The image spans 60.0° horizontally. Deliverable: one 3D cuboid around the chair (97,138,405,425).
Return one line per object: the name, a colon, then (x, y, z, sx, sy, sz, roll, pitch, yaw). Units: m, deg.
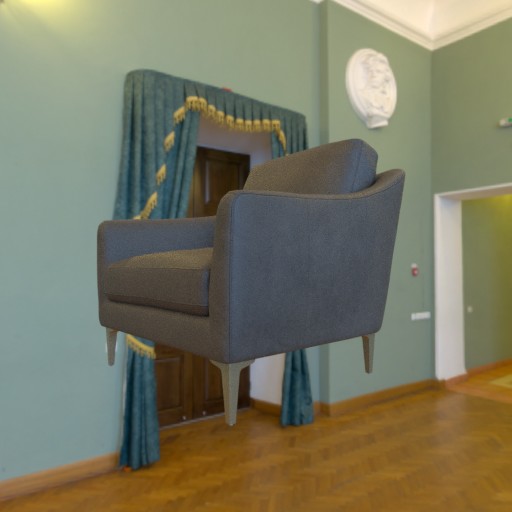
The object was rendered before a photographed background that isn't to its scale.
chair: (0.000, 0.000, 1.752, 0.961, 0.901, 0.988, 1, -2, -38)
